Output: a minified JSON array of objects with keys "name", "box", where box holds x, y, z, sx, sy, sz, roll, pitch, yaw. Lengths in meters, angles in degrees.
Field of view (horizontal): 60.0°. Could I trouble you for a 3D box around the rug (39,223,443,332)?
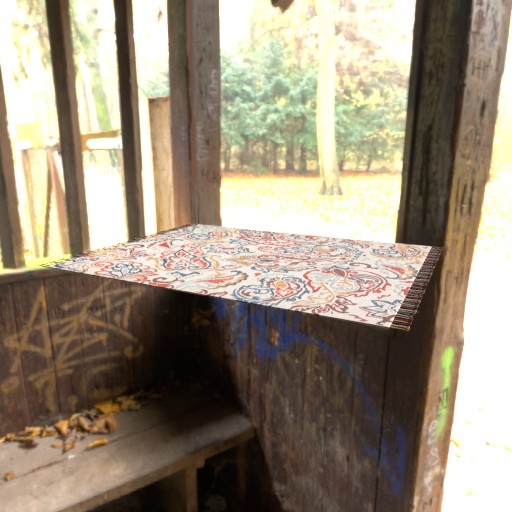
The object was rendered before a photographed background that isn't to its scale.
[{"name":"rug","box":[0.000,0.000,4.430,3.274,0.015,2.439,7,16,26]}]
